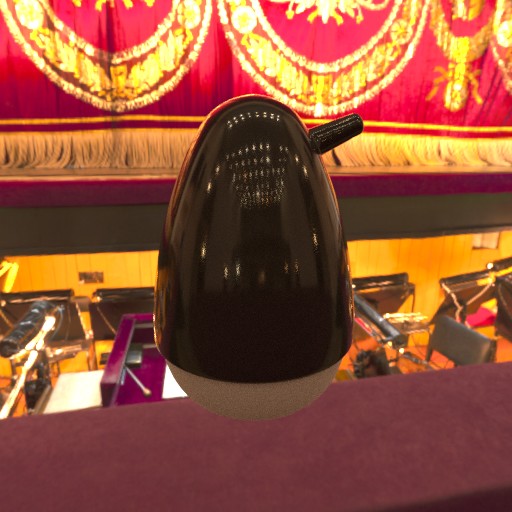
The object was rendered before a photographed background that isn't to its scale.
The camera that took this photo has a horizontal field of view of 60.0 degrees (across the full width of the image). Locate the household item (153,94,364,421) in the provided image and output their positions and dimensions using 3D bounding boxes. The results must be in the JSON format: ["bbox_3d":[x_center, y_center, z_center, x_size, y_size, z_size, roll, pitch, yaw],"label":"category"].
[{"bbox_3d":[0.000,0.000,0.221,0.104,0.152,0.102,-3,16,-10],"label":"household item"}]
